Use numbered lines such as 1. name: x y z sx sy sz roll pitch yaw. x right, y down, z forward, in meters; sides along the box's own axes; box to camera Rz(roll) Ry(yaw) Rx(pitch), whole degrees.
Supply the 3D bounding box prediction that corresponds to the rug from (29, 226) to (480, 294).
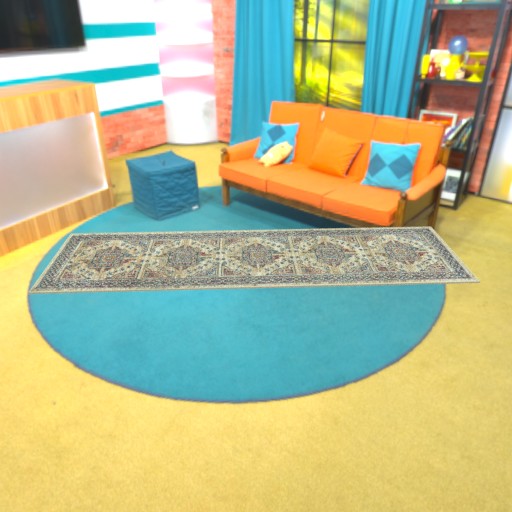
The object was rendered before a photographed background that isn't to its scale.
1. rug: 0.000 0.000 2.539 2.297 0.013 0.661 -1 29 -2
